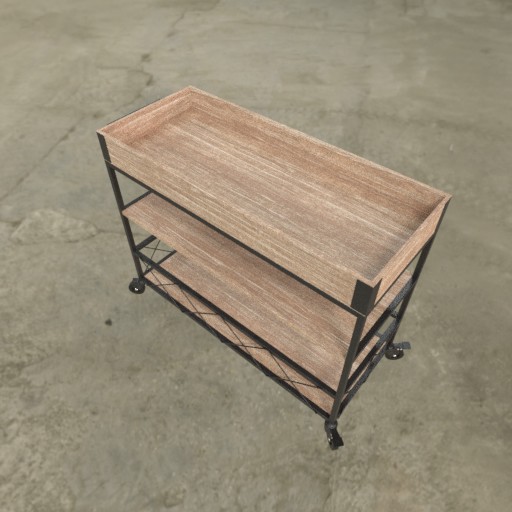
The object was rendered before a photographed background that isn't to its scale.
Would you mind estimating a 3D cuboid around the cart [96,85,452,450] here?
[{"bbox_3d":[0.000,0.000,1.531,1.101,0.787,0.500,31,54,26],"label":"cart"}]
